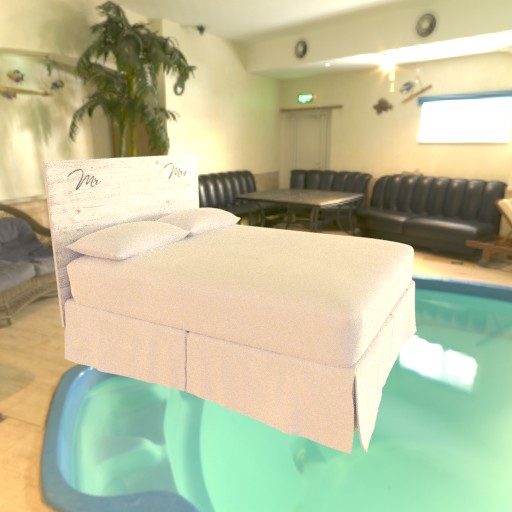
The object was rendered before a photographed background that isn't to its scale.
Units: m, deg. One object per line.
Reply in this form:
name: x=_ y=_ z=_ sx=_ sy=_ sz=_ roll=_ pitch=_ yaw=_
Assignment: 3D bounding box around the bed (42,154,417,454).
bed: x=0.000 y=0.000 z=3.142 sx=2.094 sy=1.335 sz=1.745 roll=8 pitch=17 yaw=27
